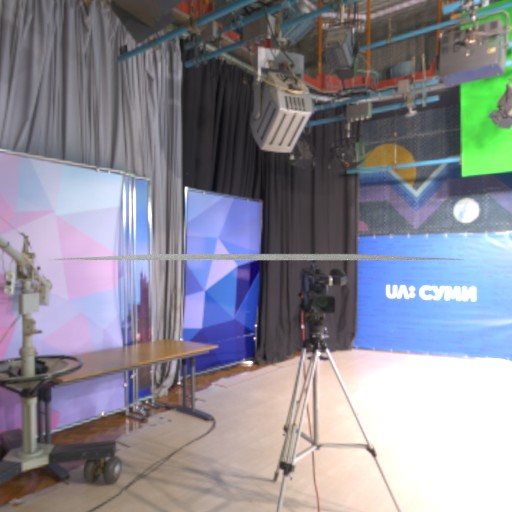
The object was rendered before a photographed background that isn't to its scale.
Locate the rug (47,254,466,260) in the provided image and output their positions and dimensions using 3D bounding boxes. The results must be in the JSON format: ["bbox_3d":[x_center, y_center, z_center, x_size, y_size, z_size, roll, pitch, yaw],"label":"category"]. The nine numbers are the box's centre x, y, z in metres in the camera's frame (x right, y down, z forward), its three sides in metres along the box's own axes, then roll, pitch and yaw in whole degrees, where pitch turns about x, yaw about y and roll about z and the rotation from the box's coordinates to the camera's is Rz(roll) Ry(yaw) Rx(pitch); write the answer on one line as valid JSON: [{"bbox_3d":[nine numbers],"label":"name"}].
[{"bbox_3d":[0.000,0.000,3.961,2.391,0.005,2.880,0,1,0],"label":"rug"}]
